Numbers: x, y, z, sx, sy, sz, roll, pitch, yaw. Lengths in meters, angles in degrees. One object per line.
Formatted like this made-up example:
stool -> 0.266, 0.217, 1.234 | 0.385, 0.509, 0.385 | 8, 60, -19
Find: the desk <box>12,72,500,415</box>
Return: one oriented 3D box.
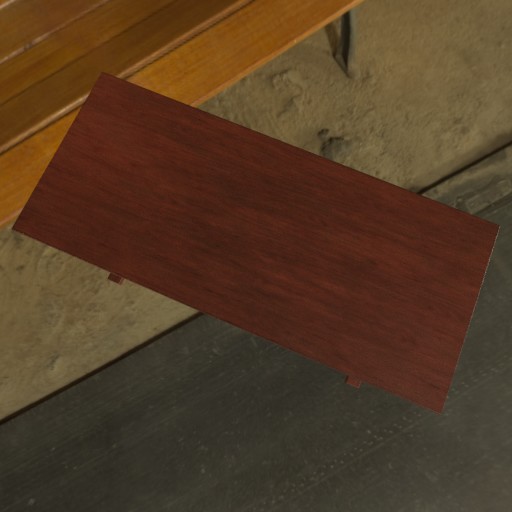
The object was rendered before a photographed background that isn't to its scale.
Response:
desk -> 0.000, 0.000, 1.724 | 1.372, 0.761, 0.600 | 23, 78, 5
